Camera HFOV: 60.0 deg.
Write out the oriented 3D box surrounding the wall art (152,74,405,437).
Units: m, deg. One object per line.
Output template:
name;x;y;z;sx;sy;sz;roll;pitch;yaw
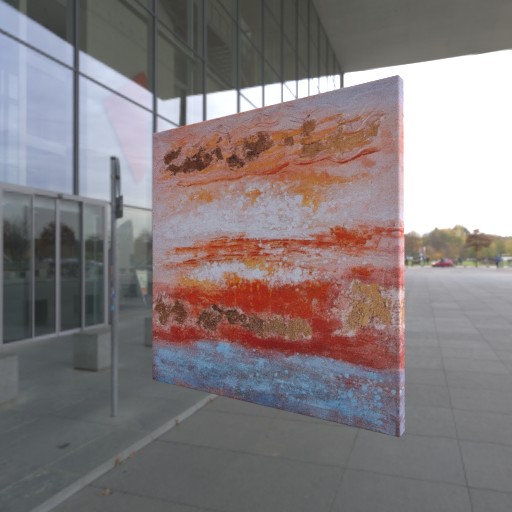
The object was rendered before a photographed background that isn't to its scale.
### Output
wall art;0.000;0.000;1.138;0.747;0.747;0.035;0;0;35
